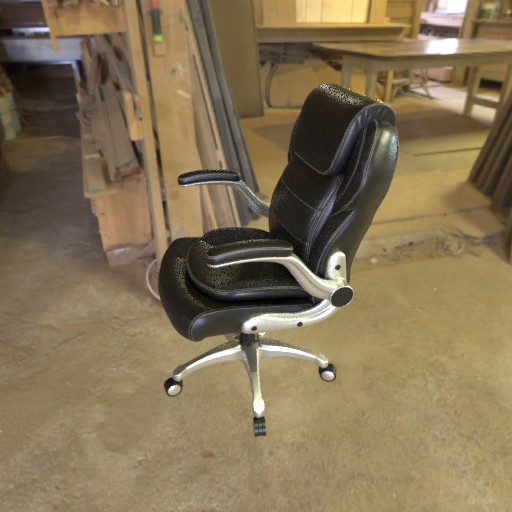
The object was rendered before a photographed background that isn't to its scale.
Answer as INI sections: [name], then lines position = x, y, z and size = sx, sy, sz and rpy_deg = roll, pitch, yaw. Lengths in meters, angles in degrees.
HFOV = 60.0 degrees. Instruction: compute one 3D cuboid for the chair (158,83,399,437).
[chair]
position = 0.000, 0.000, 1.661
size = 0.801, 1.141, 0.724
rpy_deg = -8, 31, -14
